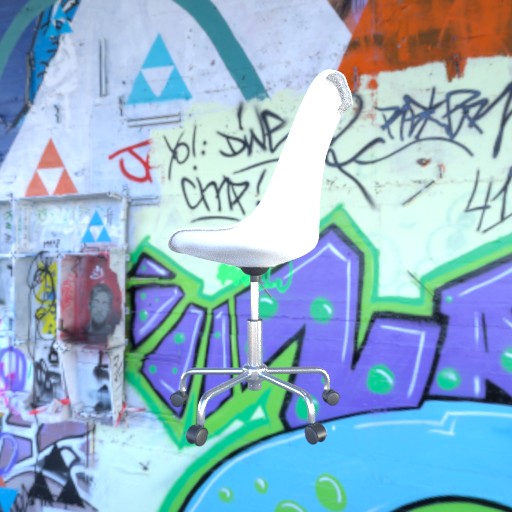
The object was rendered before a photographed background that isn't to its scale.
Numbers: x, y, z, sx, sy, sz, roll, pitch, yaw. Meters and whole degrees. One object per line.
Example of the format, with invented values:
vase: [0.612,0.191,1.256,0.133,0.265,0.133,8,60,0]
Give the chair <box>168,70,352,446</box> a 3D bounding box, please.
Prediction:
chair: [0.000,0.000,1.305,0.550,0.930,0.550,0,0,18]
